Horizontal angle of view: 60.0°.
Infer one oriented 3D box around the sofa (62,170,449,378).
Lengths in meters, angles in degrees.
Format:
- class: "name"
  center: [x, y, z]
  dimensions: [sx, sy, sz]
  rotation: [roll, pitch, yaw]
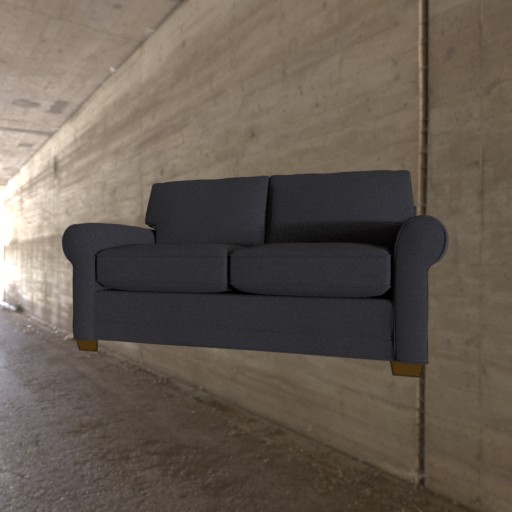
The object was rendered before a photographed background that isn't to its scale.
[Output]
- class: "sofa"
  center: [0.000, 0.000, 2.567]
  dimensions: [2.009, 1.031, 0.951]
  rotation: [0, 1, 17]
